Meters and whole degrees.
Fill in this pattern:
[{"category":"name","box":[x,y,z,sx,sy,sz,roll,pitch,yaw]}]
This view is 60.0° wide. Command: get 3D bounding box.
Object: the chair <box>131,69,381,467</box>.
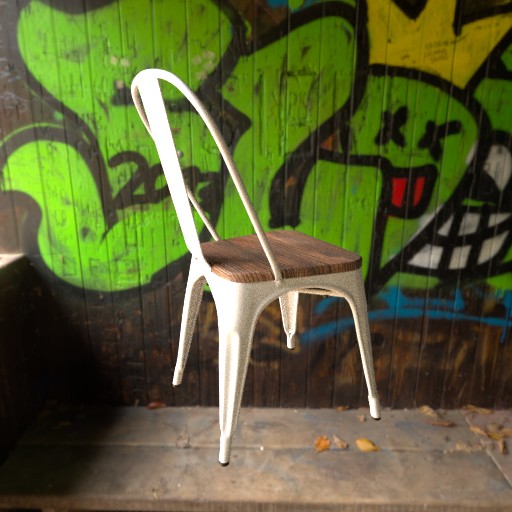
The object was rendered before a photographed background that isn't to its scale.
[{"category":"chair","box":[0.000,0.000,1.128,0.521,0.851,0.452,-8,18,-26]}]
